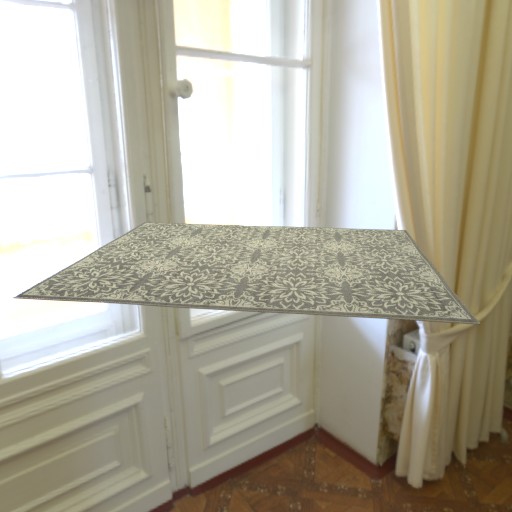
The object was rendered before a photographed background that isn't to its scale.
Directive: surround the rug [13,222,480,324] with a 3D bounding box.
[{"bbox_3d":[0.000,0.000,3.907,2.980,0.012,2.363,2,17,7],"label":"rug"}]
